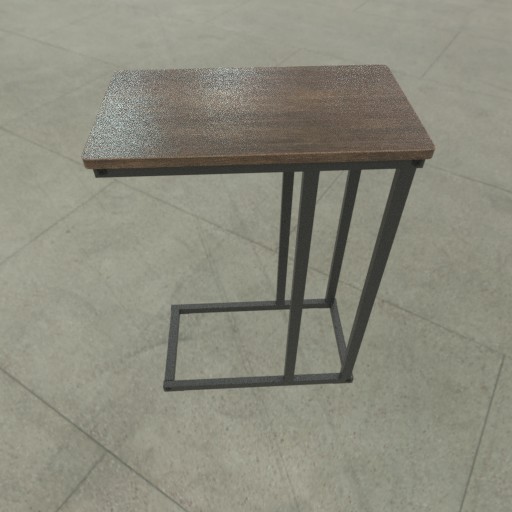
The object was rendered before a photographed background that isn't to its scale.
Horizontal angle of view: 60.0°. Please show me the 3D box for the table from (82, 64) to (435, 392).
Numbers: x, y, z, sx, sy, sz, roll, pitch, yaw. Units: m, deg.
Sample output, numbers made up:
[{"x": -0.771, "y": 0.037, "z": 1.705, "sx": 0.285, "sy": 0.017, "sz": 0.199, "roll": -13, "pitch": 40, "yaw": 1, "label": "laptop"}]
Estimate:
[{"x": 0.000, "y": 0.000, "z": 0.875, "sx": 0.450, "sy": 0.637, "sz": 0.254, "roll": -2, "pitch": 47, "yaw": -2, "label": "table"}]
